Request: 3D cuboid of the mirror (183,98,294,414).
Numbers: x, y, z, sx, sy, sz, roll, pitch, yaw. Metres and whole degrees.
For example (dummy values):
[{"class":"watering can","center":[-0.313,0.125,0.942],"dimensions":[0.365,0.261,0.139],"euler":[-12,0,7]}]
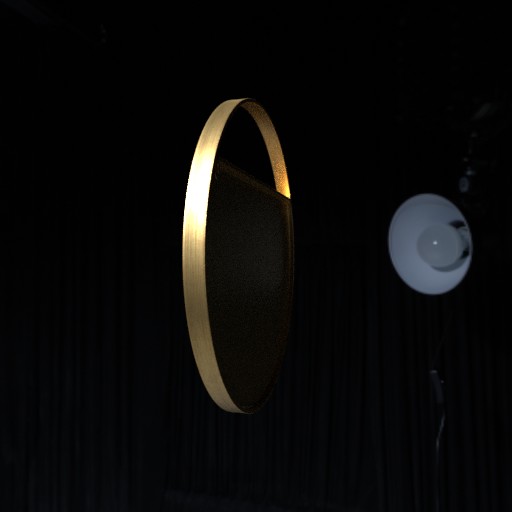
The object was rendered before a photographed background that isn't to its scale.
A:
[{"class":"mirror","center":[0.000,0.000,0.843],"dimensions":[0.032,0.565,0.565],"euler":[0,0,17]}]
